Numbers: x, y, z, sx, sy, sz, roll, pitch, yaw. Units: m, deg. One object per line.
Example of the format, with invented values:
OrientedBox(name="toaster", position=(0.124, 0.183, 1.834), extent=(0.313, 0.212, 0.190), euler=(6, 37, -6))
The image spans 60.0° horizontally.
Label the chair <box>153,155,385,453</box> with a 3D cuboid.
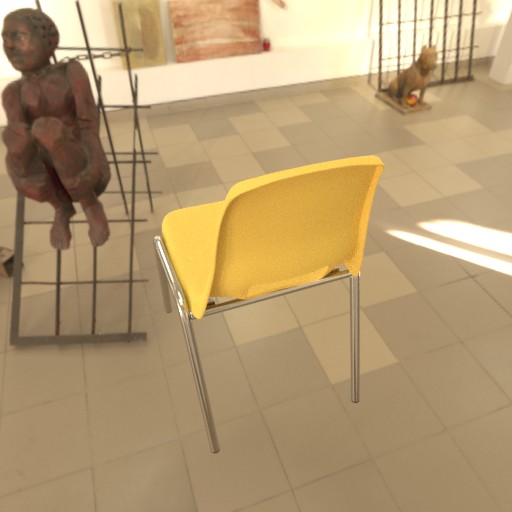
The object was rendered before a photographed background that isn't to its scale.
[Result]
OrientedBox(name="chair", position=(0.000, 0.000, 0.908), extent=(0.381, 0.653, 0.436), euler=(-14, 44, -15))
